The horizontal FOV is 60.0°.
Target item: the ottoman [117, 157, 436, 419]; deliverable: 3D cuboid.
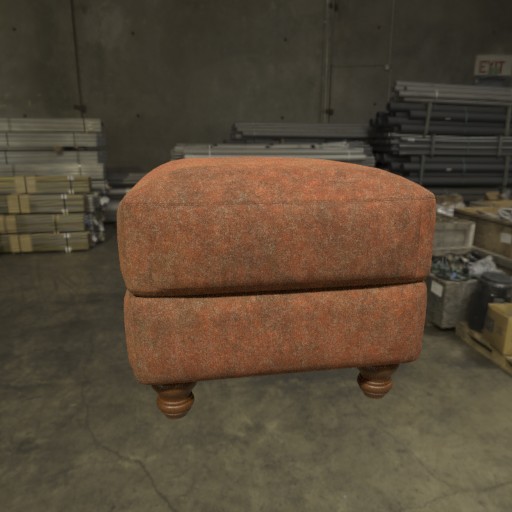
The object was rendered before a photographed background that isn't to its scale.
[{"bbox_3d":[0.000,0.000,1.171,0.635,0.508,0.787,-2,14,-9],"label":"ottoman"}]
